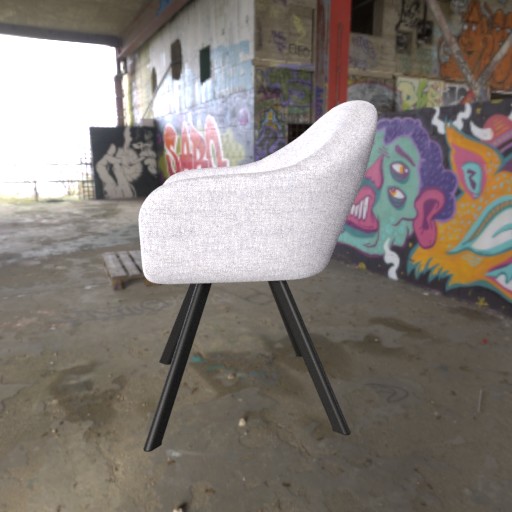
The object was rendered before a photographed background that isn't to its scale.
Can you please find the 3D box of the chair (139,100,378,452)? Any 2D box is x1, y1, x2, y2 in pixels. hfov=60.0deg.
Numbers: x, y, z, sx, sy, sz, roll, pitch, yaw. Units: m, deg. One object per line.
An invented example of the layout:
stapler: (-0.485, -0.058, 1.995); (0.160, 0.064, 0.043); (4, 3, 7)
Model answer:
chair: (0.000, 0.000, 1.165); (0.570, 0.780, 0.540); (-2, 13, -7)
